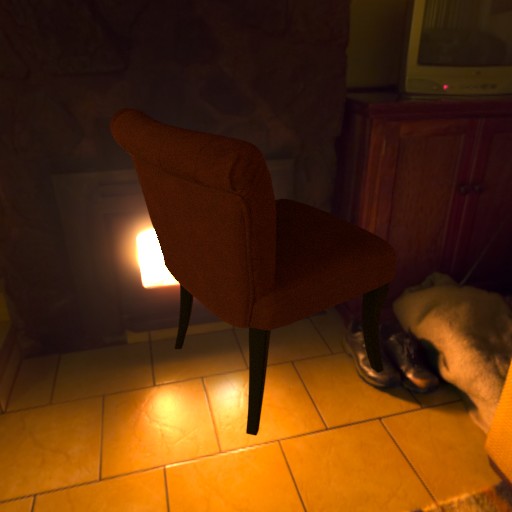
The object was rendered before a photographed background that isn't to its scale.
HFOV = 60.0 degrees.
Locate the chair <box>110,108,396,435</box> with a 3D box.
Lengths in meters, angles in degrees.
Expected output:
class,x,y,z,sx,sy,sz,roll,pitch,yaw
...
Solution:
class,x,y,z,sx,sy,sz,roll,pitch,yaw
chair,0.000,0.000,1.204,0.605,0.750,0.582,-17,30,-31
